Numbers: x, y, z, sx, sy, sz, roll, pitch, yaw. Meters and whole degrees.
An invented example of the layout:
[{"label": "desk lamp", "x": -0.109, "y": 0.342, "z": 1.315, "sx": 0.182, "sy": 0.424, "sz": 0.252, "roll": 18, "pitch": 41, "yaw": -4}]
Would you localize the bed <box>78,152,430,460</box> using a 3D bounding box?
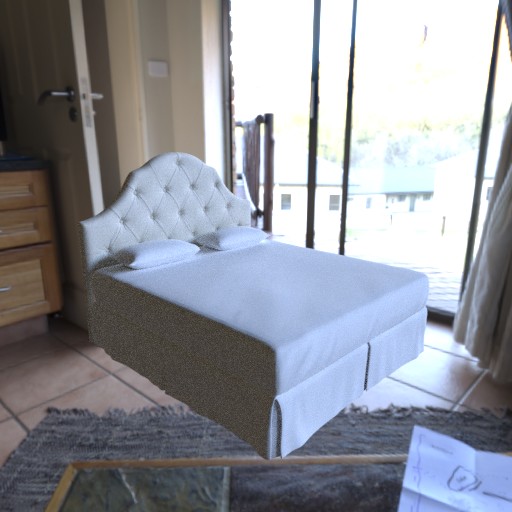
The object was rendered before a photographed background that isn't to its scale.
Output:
[{"label": "bed", "x": 0.000, "y": 0.000, "z": 3.644, "sx": 2.214, "sy": 1.615, "sz": 2.008, "roll": 14, "pitch": 20, "yaw": 42}]
